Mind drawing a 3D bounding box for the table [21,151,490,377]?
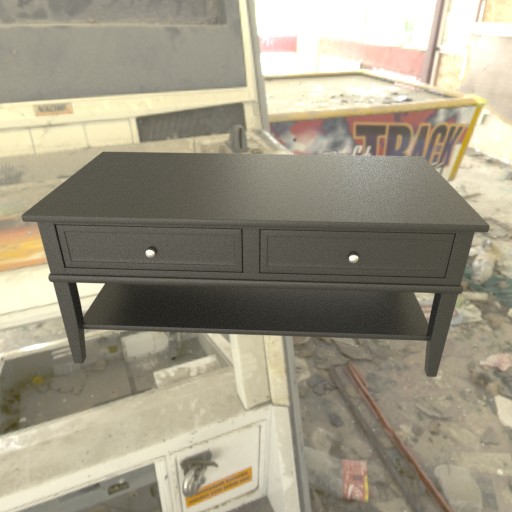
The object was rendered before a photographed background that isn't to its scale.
[{"bbox_3d":[0.000,0.000,1.326,1.044,0.470,0.523,1,29,3],"label":"table"}]
